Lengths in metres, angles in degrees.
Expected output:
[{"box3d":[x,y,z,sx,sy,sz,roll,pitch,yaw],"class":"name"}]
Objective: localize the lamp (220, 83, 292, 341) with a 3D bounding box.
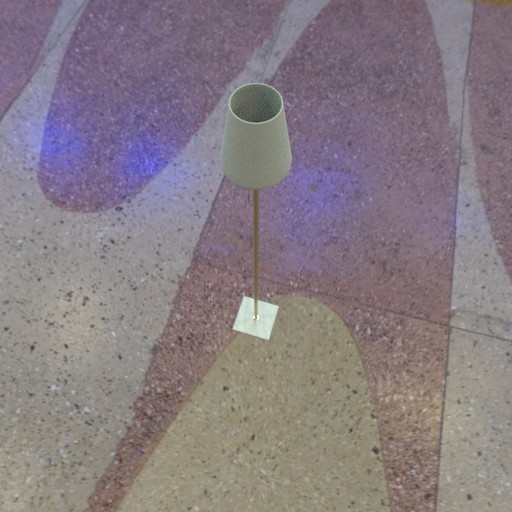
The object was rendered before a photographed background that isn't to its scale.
[{"box3d":[0.000,0.000,1.959,0.232,1.813,0.229,15,65,7],"class":"lamp"}]
